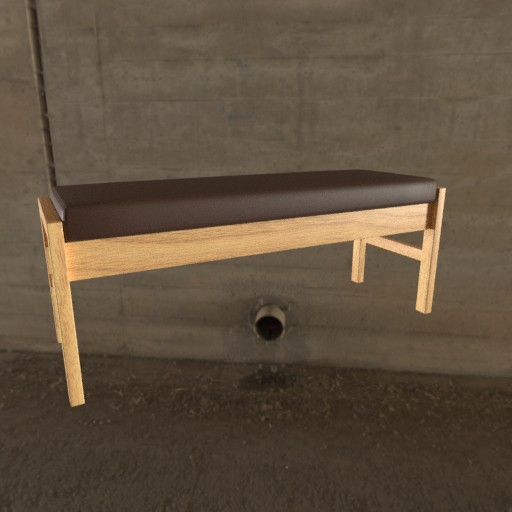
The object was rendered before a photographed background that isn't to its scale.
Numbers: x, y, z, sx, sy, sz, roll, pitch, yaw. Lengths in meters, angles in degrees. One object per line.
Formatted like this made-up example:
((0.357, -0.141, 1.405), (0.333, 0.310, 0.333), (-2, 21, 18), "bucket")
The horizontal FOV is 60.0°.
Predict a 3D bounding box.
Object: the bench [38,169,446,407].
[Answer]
((0.000, 0.000, 1.422), (1.200, 0.480, 0.405), (-8, 18, -26), "bench")
